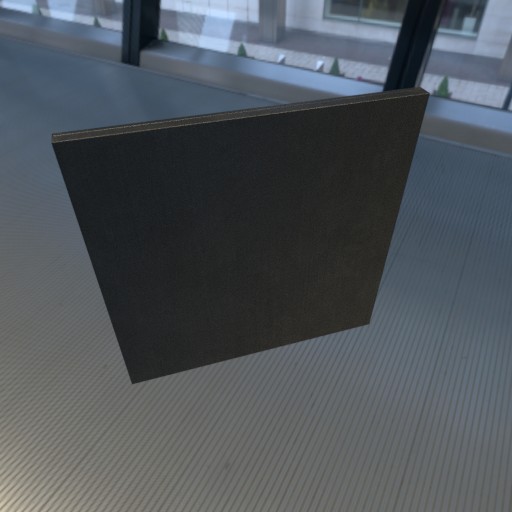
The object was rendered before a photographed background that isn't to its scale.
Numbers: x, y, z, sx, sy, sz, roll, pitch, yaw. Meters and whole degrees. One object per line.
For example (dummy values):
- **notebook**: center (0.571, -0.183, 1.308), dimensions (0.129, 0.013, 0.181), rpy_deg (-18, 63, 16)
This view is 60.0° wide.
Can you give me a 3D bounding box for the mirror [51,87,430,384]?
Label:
- **mirror**: center (0.000, 0.000, 0.563), dimensions (0.382, 0.381, 0.020), rpy_deg (-12, 43, -13)
